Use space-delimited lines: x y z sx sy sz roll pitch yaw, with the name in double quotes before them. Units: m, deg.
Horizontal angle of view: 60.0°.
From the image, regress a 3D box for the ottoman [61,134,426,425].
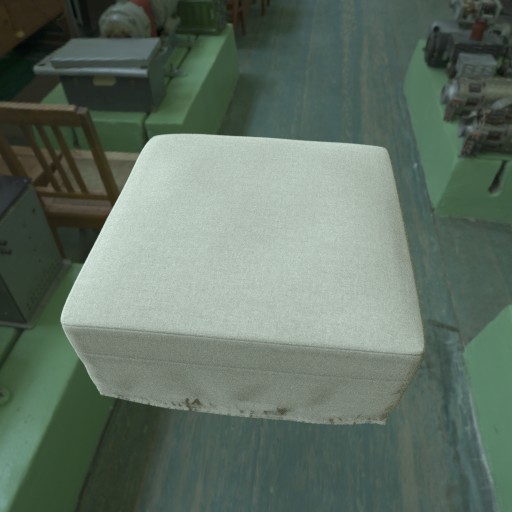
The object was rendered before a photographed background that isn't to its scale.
"ottoman" 0.000 0.000 1.364 0.840 0.436 0.843 4 46 4
